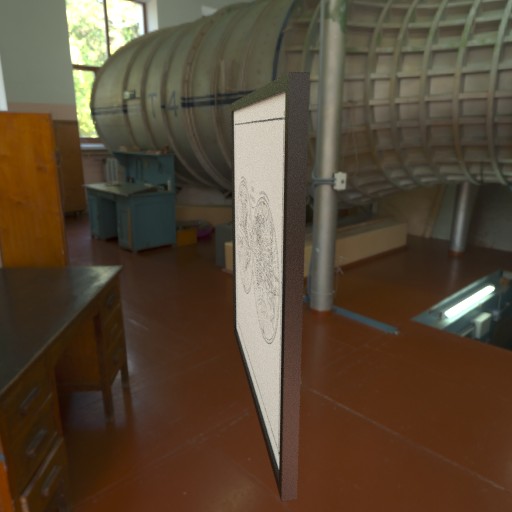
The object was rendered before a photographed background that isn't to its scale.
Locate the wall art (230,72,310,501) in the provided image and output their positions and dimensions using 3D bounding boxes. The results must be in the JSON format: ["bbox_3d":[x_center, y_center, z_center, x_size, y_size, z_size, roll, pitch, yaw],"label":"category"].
[{"bbox_3d":[0.000,0.000,1.125,0.031,0.775,0.773,-3,16,-9],"label":"wall art"}]
